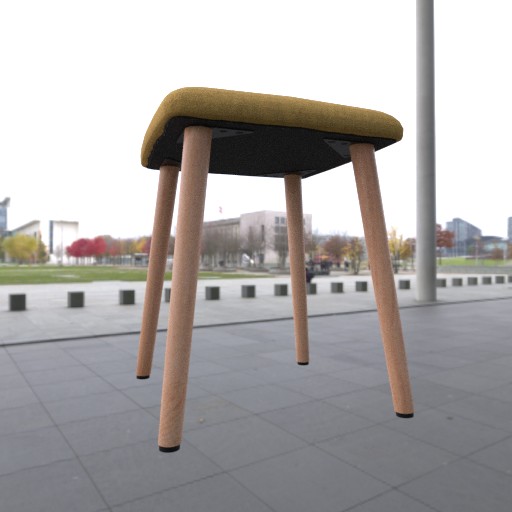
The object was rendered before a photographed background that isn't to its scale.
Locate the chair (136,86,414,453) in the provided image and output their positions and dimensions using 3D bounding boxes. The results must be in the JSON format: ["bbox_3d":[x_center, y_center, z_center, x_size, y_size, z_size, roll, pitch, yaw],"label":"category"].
[{"bbox_3d":[0.000,0.000,0.709,0.350,0.440,0.350,0,-1,-20],"label":"chair"}]
